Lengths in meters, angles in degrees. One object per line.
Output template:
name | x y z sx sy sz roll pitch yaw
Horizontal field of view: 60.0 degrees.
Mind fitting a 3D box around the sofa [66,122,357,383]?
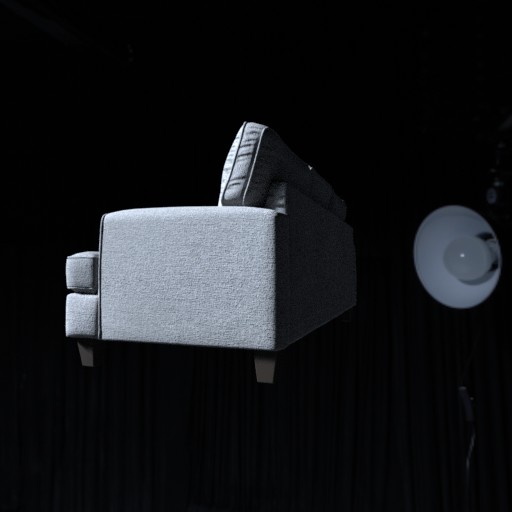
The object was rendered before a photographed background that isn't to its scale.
sofa | 0.000 0.000 2.675 0.951 0.965 2.158 -1 -2 20
